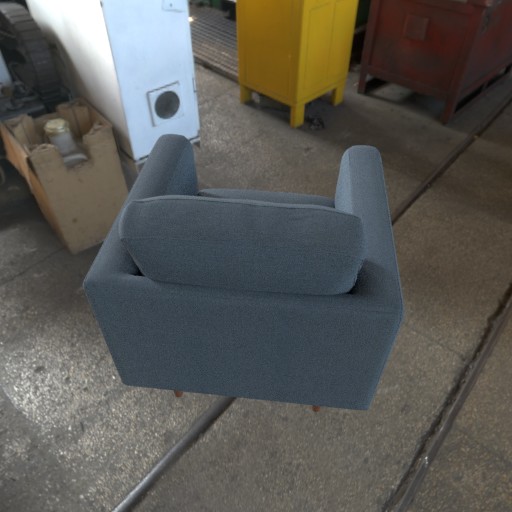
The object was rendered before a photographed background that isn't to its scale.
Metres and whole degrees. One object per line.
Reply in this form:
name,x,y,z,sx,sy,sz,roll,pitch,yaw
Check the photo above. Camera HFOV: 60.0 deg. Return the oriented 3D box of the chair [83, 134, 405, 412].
chair,0.000,0.000,1.576,0.855,0.922,0.820,5,46,5
